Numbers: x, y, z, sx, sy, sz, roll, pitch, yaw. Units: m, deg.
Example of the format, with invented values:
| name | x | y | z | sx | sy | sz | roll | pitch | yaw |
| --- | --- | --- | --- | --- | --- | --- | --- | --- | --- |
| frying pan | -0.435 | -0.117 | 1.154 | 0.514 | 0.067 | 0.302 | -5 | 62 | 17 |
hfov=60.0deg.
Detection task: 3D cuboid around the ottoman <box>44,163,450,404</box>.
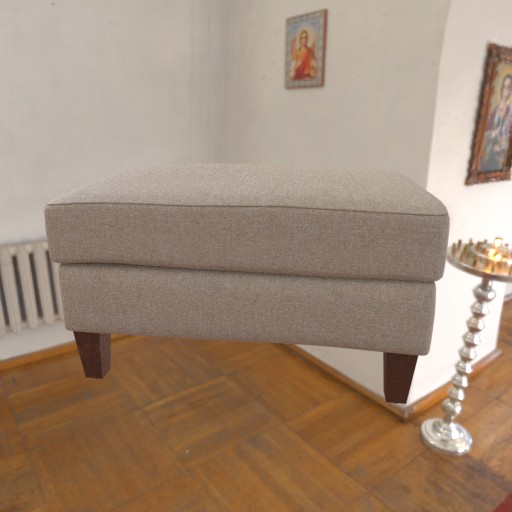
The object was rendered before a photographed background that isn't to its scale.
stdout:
| name | x | y | z | sx | sy | sz | roll | pitch | yaw |
| --- | --- | --- | --- | --- | --- | --- | --- | --- | --- |
| ottoman | 0.000 | 0.000 | 1.295 | 0.898 | 0.519 | 0.677 | 2 | 18 | 8 |
